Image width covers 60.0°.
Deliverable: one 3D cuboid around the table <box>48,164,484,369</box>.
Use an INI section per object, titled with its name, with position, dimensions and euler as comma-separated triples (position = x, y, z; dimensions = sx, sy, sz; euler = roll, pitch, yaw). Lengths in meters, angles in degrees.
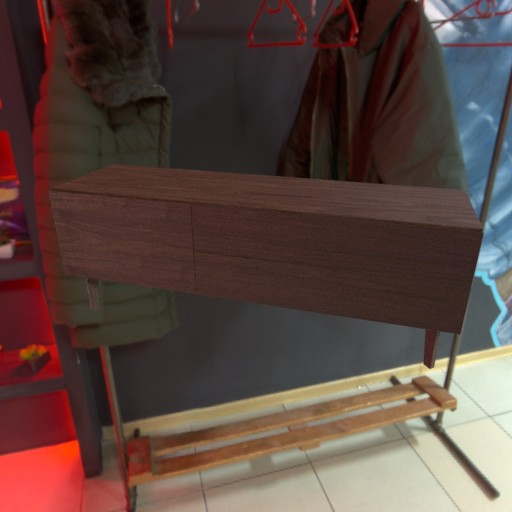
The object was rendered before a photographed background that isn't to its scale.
[table]
position = 0.000, 0.000, 1.651
dimensions = 1.397, 0.508, 0.405
euler = 7, 26, 15
